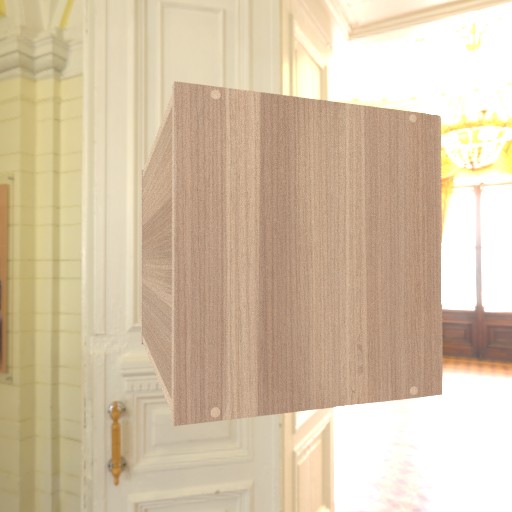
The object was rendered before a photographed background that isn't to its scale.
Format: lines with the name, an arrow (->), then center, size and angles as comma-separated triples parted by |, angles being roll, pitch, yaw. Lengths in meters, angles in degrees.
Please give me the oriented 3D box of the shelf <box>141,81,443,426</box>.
shelf -> 0.000, 0.000, 0.634 | 0.290, 0.305, 0.415 | 0, -1, -18
